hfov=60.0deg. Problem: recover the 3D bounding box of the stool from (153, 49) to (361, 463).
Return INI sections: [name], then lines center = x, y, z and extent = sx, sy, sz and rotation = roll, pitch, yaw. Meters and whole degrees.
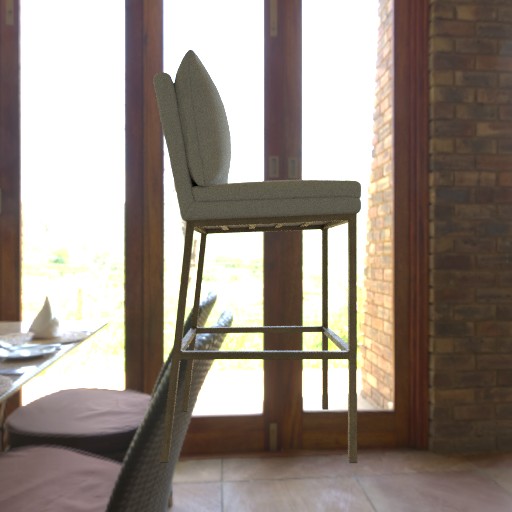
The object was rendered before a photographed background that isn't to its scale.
[stool]
center = 0.000, 0.000, 1.415
extent = 0.572, 1.125, 0.463
rotation = 0, 0, -1
